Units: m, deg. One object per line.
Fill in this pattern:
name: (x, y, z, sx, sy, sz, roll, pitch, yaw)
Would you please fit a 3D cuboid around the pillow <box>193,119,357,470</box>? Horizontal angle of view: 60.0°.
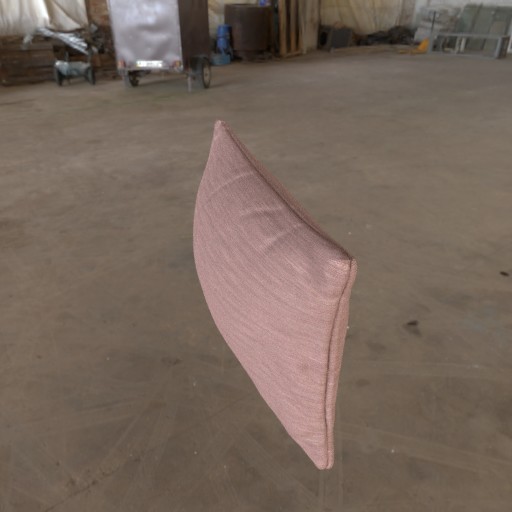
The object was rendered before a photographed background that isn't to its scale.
pillow: (0.000, 0.000, 0.784, 0.210, 0.338, 0.633, -8, 31, -14)
